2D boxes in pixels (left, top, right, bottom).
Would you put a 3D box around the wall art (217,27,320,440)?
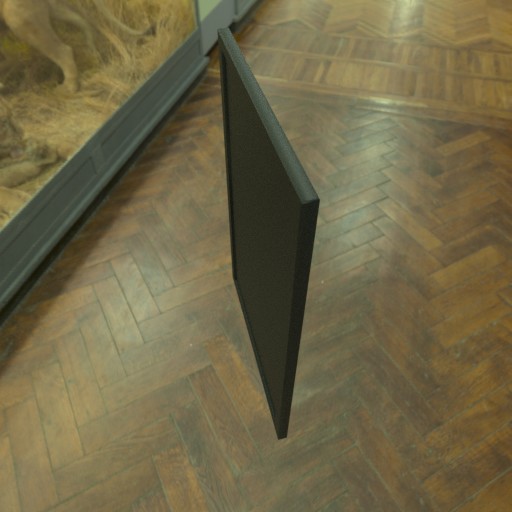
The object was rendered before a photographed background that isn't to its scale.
[{"bbox_3d":[0.000,0.000,0.555,0.013,0.431,0.303,-11,49,-9],"label":"wall art"}]
